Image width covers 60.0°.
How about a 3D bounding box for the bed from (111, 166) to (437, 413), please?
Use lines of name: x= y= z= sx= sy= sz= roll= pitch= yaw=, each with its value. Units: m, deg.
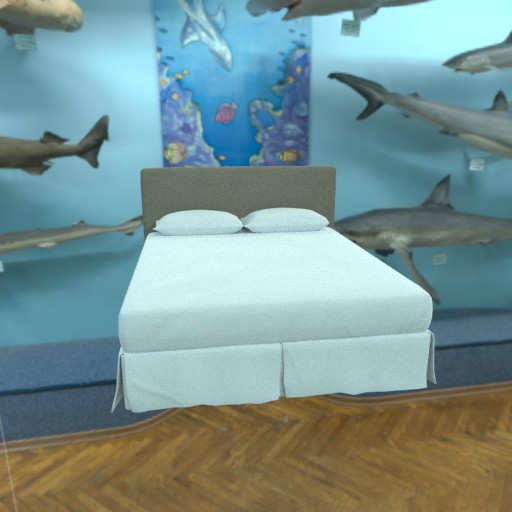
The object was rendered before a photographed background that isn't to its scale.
bed: x=0.000 y=0.000 z=3.726 sx=2.119 sy=1.317 sz=2.341 roll=-2 pitch=16 yaw=-8
